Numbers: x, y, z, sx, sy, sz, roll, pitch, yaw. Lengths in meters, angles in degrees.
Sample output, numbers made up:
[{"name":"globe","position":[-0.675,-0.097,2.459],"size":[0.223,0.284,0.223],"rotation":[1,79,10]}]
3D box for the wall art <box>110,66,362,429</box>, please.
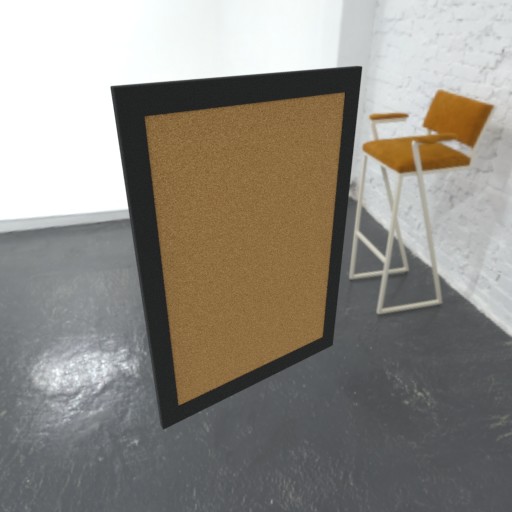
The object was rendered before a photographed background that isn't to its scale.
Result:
[{"name":"wall art","position":[0.000,0.000,0.694],"size":[0.374,0.529,0.012],"rotation":[-18,34,-30]}]
